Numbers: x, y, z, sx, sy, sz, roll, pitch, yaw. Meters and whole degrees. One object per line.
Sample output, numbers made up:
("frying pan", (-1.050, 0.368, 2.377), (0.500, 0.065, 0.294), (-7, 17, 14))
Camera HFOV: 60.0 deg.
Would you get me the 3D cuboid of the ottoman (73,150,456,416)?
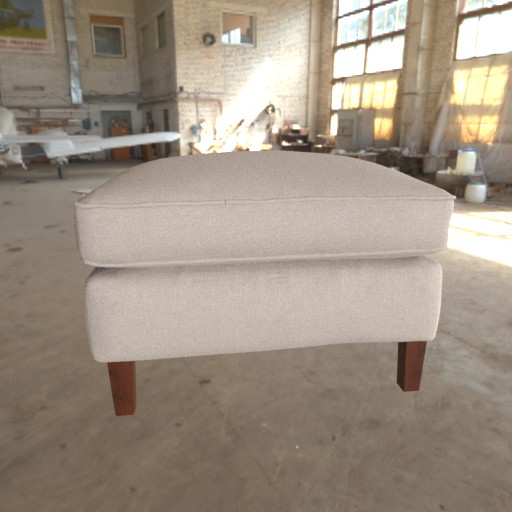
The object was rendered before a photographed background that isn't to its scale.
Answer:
("ottoman", (0.000, 0.000, 0.989), (0.665, 0.456, 0.501), (-2, 16, -8))
